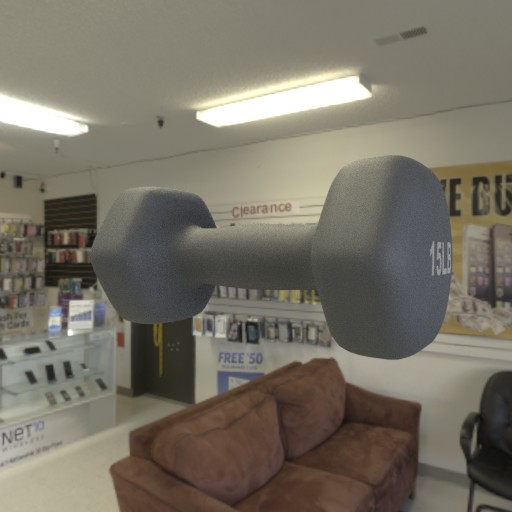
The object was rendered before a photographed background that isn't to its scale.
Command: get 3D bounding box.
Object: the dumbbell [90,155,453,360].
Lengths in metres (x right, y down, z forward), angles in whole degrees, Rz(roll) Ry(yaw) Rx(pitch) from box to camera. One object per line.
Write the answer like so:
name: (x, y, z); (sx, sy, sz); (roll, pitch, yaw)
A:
dumbbell: (0.000, 0.000, 0.299); (0.240, 0.105, 0.116); (1, 1, 37)
